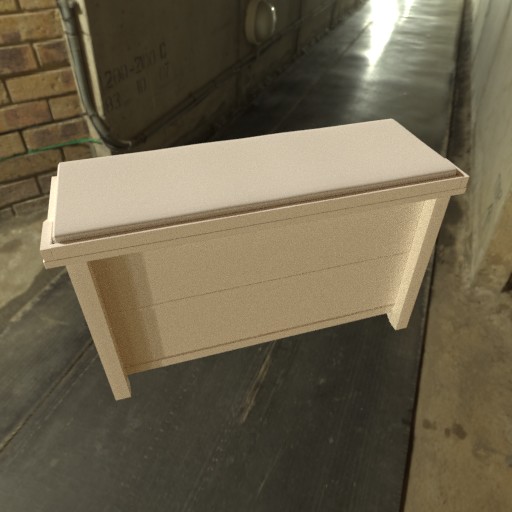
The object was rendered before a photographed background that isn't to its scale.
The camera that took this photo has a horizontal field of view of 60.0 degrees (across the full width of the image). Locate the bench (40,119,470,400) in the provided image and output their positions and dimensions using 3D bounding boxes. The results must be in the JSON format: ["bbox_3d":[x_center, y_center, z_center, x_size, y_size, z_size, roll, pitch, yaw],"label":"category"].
[{"bbox_3d":[0.000,0.000,1.275,0.987,0.589,0.346,-11,42,-13],"label":"bench"}]
